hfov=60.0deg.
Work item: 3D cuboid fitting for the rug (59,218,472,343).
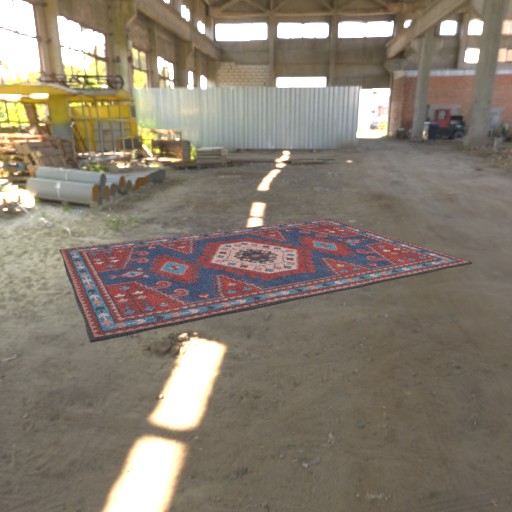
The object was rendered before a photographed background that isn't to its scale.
[{"bbox_3d":[0.000,0.000,2.325,1.820,0.012,1.207,-8,19,-26],"label":"rug"}]
